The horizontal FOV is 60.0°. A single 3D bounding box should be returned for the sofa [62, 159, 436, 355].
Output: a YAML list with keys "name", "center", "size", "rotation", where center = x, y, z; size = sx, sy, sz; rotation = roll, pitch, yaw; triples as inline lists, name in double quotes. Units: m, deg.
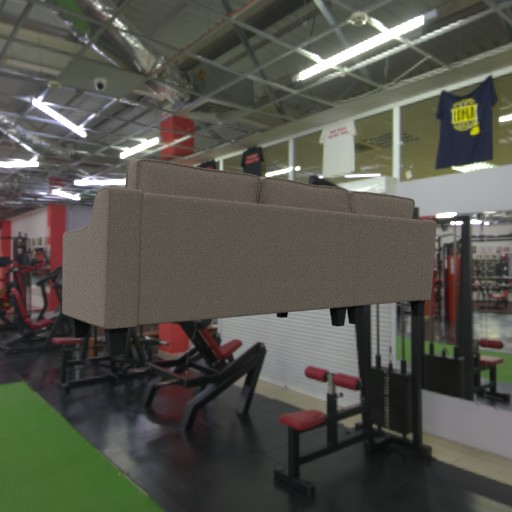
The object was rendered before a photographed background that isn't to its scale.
- name: "sofa"
  center: [0.000, 0.000, 3.174]
  size: [2.561, 0.928, 1.294]
  rotation: [1, -1, -37]
